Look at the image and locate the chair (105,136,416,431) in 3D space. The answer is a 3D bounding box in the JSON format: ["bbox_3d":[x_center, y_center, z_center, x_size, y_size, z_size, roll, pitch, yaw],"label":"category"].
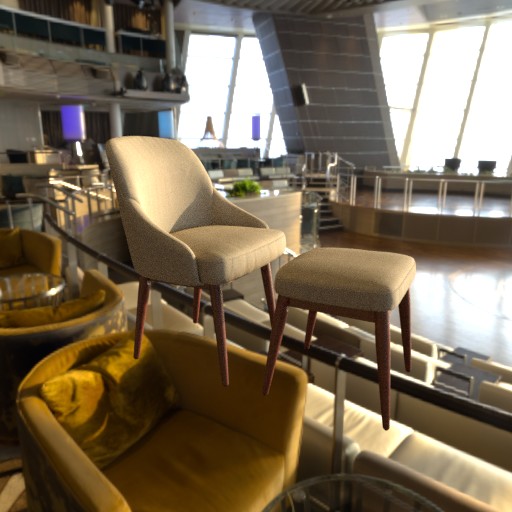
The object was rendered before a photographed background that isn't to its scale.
[{"bbox_3d":[0.000,0.000,1.648,1.114,0.866,0.584,8,16,27],"label":"chair"}]
